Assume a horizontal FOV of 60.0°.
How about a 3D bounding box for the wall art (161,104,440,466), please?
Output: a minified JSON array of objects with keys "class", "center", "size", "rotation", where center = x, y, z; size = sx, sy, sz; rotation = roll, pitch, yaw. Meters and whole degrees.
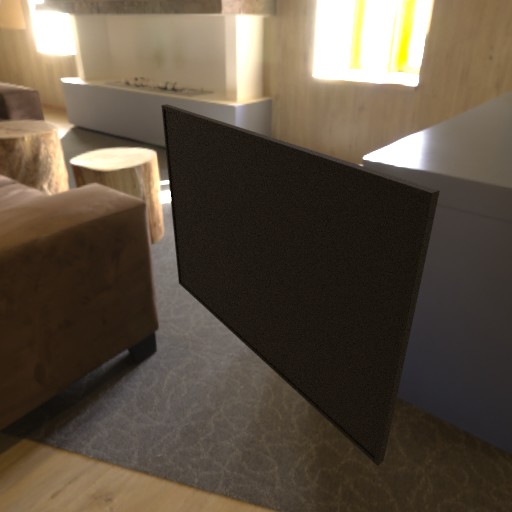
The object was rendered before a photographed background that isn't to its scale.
[{"class":"wall art","center":[0.000,0.000,1.475],"size":[0.028,0.805,1.190],"rotation":[-19,34,-31]}]
